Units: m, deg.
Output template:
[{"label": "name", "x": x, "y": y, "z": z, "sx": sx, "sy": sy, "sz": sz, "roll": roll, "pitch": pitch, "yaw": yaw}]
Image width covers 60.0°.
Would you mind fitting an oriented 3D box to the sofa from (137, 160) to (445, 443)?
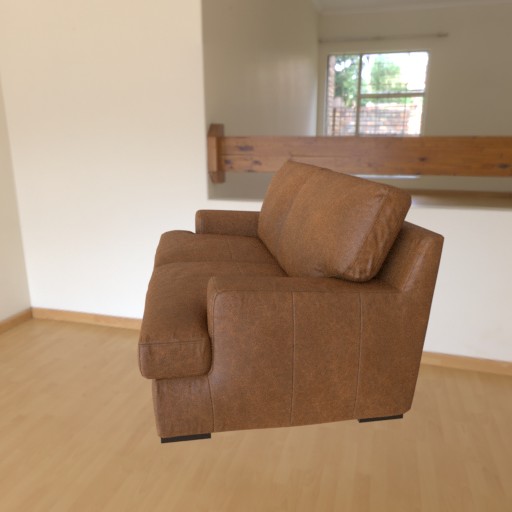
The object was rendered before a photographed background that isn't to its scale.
[{"label": "sofa", "x": 0.000, "y": 0.000, "z": 2.469, "sx": 1.144, "sy": 0.966, "sz": 1.880, "roll": -2, "pitch": 15, "yaw": -9}]
